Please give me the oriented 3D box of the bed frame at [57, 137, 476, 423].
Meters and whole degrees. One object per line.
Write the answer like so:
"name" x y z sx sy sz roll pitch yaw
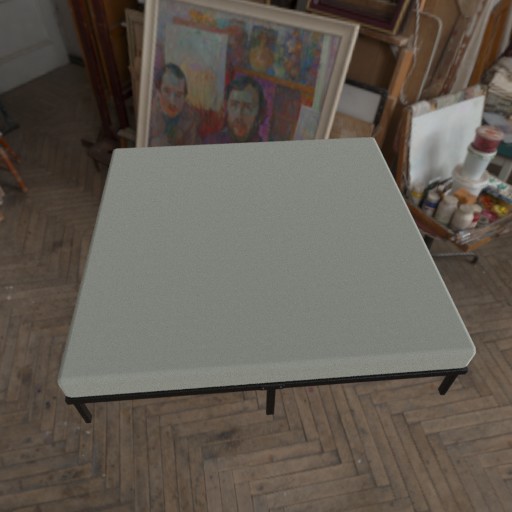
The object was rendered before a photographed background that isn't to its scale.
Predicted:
"bed frame" 0.000 0.000 3.805 2.635 0.680 2.526 -3 47 -3
